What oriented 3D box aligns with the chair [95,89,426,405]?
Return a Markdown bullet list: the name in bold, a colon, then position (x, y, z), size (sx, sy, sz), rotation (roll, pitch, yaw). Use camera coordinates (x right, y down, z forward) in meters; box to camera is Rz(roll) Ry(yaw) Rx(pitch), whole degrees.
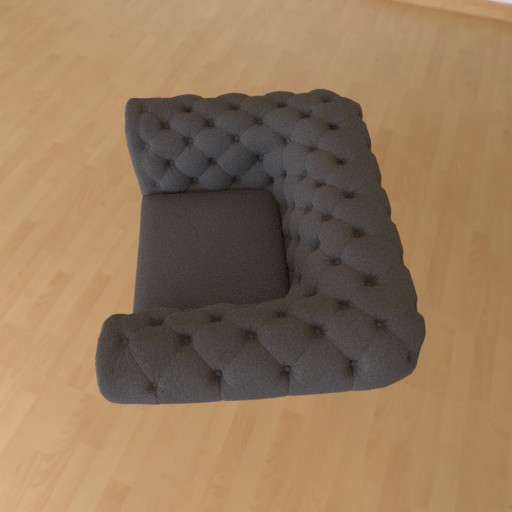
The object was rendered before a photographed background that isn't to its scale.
- **chair**: position (0.000, 0.000, 1.826), size (0.976, 0.770, 1.270), rotation (-4, 58, -2)
